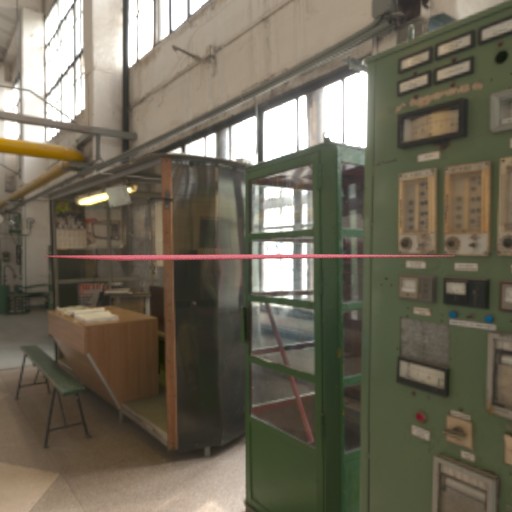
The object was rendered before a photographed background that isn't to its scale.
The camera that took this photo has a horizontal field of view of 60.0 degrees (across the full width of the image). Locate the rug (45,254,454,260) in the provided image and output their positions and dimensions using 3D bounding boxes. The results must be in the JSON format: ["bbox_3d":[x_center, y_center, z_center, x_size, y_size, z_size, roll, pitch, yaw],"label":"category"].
[{"bbox_3d":[0.000,0.000,3.094,2.423,0.010,1.534,0,1,-36],"label":"rug"}]
